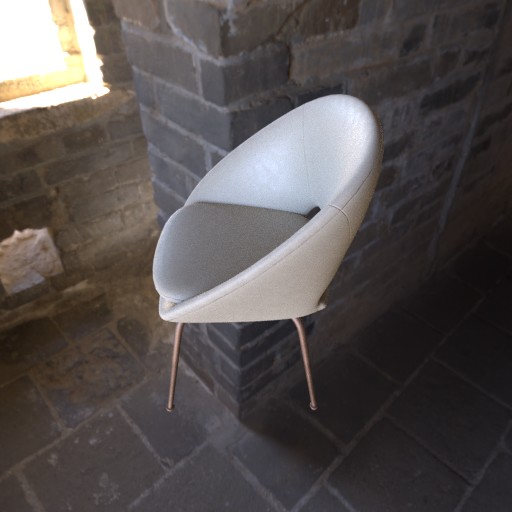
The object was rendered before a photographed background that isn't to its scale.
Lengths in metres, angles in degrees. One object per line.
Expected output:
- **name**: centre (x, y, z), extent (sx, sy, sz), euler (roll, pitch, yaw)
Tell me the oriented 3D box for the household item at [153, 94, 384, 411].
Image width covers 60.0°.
- **household item**: centre (0.000, 0.000, 1.281), extent (0.573, 0.852, 0.623), euler (0, 40, -1)
